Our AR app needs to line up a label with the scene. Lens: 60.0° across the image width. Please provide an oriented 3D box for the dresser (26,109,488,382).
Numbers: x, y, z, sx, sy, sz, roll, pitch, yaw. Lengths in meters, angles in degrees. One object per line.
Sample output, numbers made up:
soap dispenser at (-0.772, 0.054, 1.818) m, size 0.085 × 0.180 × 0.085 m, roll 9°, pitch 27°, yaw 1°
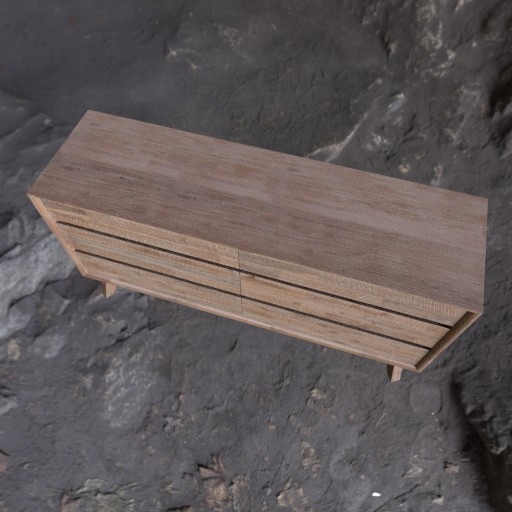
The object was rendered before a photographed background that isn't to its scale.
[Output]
dresser at (0.000, 0.000, 1.896) m, size 1.554 × 0.805 × 0.455 m, roll 15°, pitch 60°, yaw 9°
